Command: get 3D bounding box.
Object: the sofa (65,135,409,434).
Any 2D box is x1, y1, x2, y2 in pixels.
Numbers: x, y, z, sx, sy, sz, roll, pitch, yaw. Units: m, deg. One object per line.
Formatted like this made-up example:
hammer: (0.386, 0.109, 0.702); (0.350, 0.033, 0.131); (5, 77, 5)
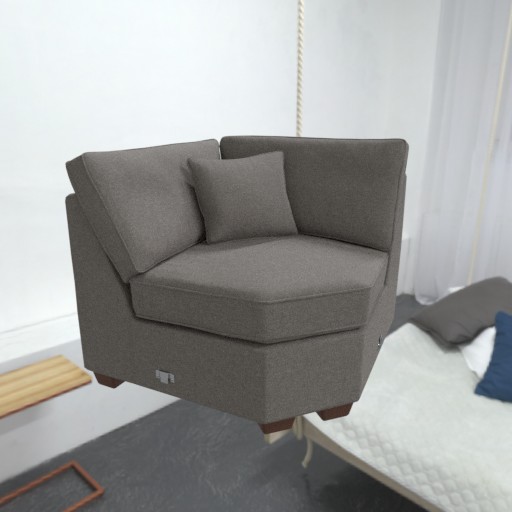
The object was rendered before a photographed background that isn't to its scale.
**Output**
sofa: (0.000, 0.000, 1.839); (1.042, 0.951, 1.050); (8, 18, 25)
